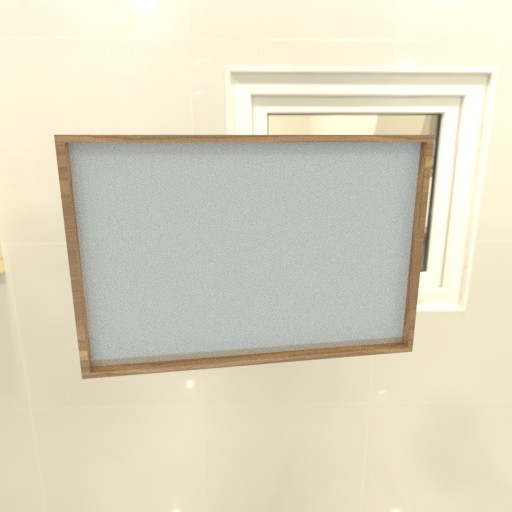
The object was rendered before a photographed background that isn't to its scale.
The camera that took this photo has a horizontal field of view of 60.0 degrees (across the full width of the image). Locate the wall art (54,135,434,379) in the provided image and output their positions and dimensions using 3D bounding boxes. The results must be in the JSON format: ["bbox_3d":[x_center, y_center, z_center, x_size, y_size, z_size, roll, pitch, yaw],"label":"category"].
[{"bbox_3d":[0.000,0.000,1.147,0.911,0.605,0.037,-3,15,-9],"label":"wall art"}]
